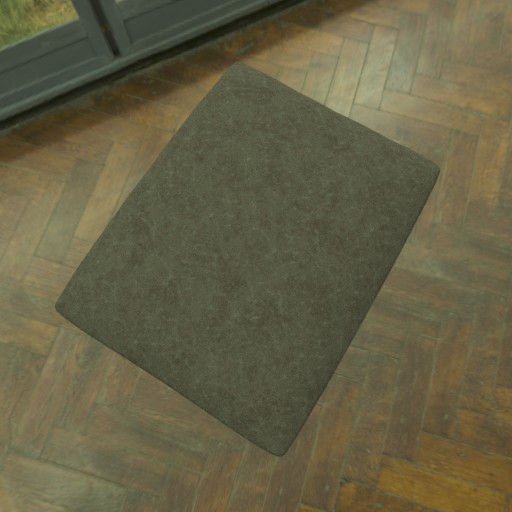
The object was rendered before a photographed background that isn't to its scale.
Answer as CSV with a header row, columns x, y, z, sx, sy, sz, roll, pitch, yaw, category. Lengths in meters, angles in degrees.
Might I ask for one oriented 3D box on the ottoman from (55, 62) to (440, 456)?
x,y,z,sx,sy,sz,roll,pitch,yaw,category
0.000,0.000,1.147,0.584,0.513,0.741,31,77,8,ottoman
